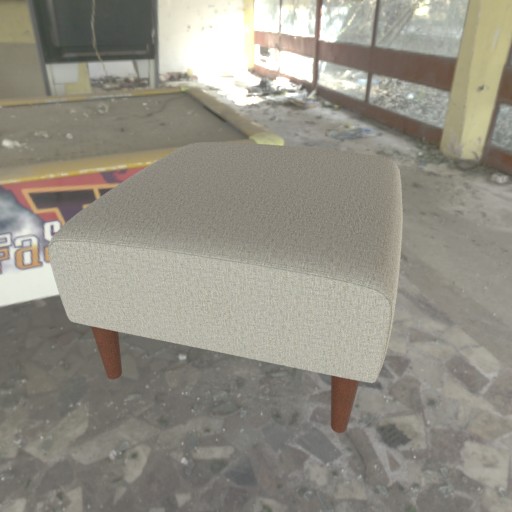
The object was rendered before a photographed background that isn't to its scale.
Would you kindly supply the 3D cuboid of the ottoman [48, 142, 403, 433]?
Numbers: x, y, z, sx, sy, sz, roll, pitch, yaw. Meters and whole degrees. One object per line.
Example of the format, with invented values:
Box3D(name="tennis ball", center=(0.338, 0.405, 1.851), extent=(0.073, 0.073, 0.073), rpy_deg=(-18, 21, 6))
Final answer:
Box3D(name="ottoman", center=(0.000, 0.000, 1.075), extent=(0.648, 0.399, 0.655), rpy_deg=(8, 31, 14))
